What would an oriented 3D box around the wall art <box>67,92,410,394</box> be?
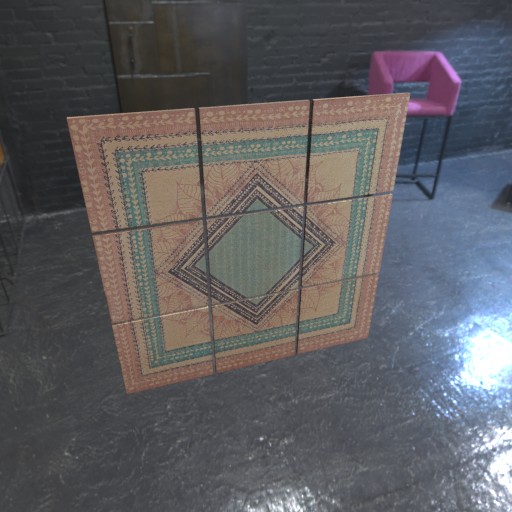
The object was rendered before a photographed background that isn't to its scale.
[{"bbox_3d":[0.000,0.000,1.827,1.215,1.213,0.013,-9,33,-15],"label":"wall art"}]
